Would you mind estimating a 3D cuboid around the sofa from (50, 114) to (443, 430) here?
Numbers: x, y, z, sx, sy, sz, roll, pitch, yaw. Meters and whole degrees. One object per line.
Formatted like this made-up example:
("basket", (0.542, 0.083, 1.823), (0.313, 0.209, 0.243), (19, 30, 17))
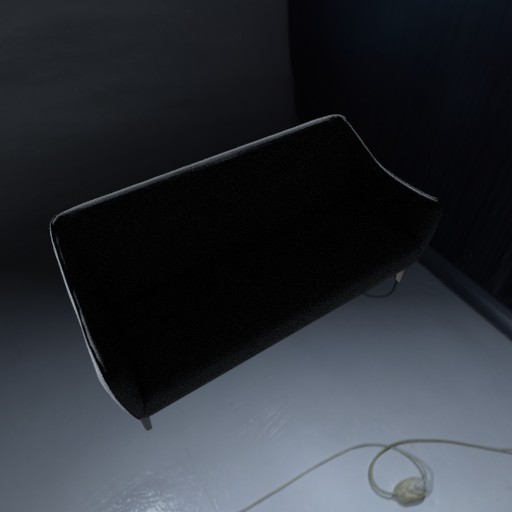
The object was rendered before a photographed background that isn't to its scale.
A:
("sofa", (0.000, 0.000, 2.420), (1.928, 0.829, 0.867), (-25, 52, -22))
